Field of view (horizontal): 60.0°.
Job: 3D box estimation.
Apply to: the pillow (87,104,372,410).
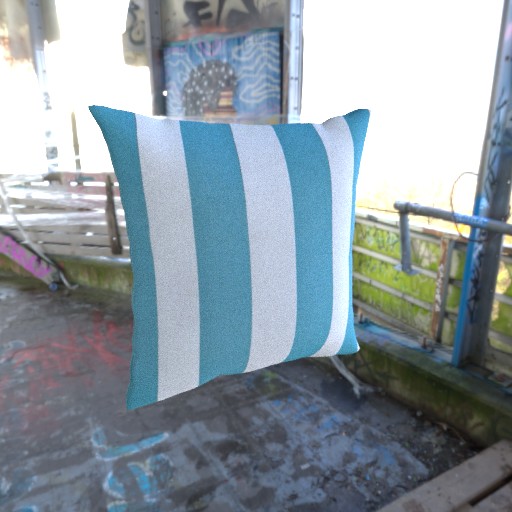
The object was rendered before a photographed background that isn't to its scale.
[{"bbox_3d":[0.000,0.000,0.819,0.536,0.526,0.189,-9,19,-27],"label":"pillow"}]
